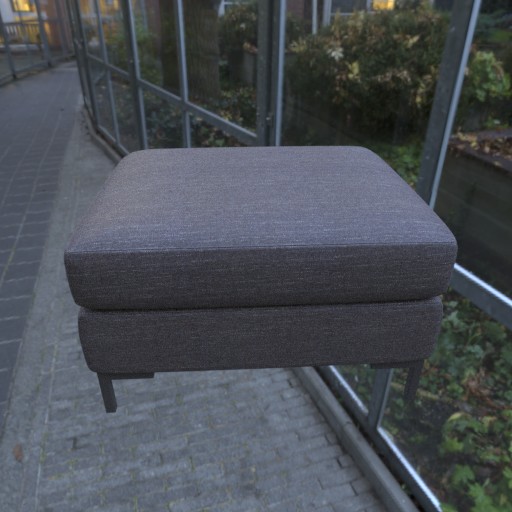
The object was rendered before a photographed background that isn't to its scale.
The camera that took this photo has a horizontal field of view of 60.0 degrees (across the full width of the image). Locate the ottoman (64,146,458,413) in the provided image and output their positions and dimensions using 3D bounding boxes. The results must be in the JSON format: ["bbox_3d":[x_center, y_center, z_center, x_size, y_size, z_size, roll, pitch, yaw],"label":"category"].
[{"bbox_3d":[0.000,0.000,1.238,0.820,0.490,0.671,-2,30,-3],"label":"ottoman"}]
